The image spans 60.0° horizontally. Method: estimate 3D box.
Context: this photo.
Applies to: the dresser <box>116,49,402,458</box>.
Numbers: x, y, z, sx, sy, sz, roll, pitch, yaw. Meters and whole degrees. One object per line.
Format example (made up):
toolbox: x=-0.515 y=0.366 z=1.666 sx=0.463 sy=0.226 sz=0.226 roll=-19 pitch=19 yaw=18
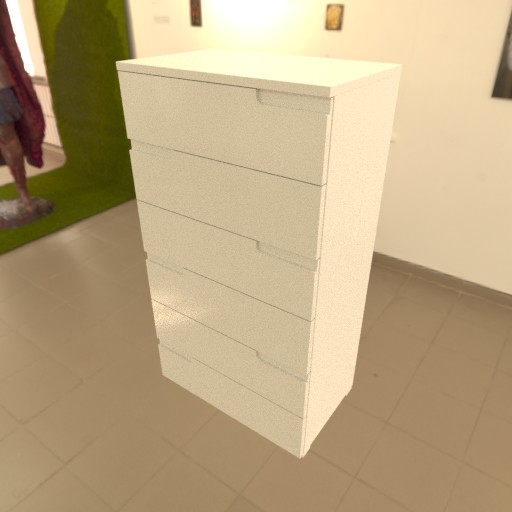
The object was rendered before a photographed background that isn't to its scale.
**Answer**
dresser: x=0.000 y=0.000 z=1.479 sx=0.650 sy=1.190 sz=0.400 roll=20 pitch=36 yaw=30
